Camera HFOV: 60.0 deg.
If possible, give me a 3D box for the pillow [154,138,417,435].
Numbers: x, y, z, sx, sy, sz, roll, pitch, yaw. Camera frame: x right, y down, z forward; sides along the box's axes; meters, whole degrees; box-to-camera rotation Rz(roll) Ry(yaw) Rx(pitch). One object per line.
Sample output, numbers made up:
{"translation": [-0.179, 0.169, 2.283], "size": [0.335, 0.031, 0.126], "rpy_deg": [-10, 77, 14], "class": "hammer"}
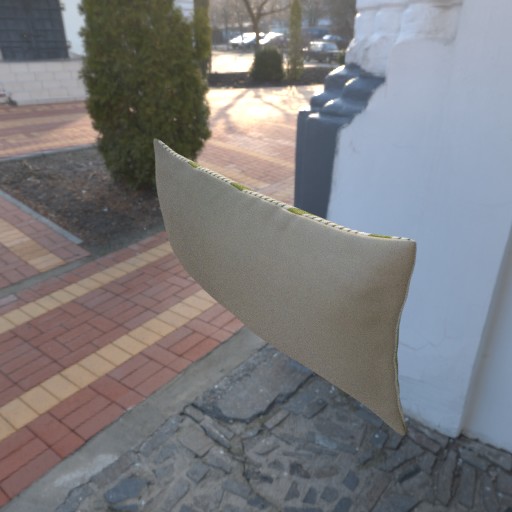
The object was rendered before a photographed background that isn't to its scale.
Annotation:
{"translation": [0.000, 0.000, 0.721], "size": [0.156, 0.292, 0.608], "rpy_deg": [-17, 31, -31], "class": "pillow"}
